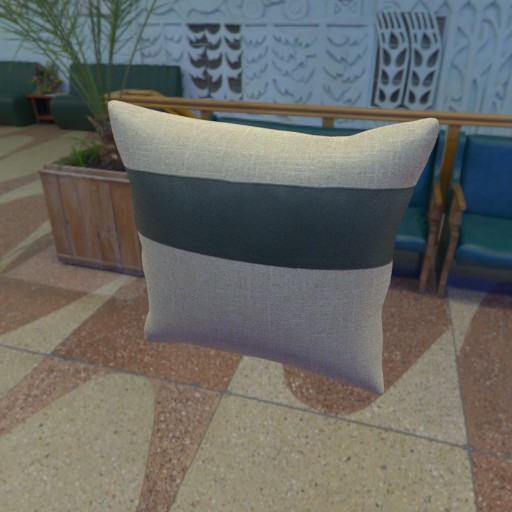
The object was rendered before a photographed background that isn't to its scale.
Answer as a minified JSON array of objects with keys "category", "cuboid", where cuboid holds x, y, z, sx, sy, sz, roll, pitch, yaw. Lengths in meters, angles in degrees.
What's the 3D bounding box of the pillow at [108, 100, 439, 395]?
[{"category":"pillow","cuboid":[0.000,0.000,0.623,0.414,0.399,0.173,9,29,16]}]
